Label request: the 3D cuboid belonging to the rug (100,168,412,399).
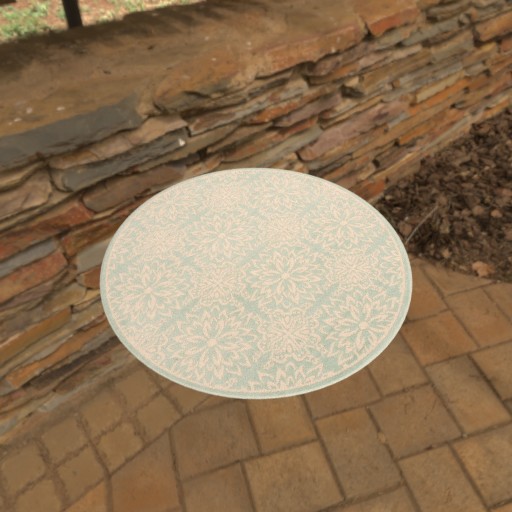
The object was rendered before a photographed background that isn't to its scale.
[{"bbox_3d":[0.000,0.000,2.325,1.593,0.012,1.593,0,46,0],"label":"rug"}]
